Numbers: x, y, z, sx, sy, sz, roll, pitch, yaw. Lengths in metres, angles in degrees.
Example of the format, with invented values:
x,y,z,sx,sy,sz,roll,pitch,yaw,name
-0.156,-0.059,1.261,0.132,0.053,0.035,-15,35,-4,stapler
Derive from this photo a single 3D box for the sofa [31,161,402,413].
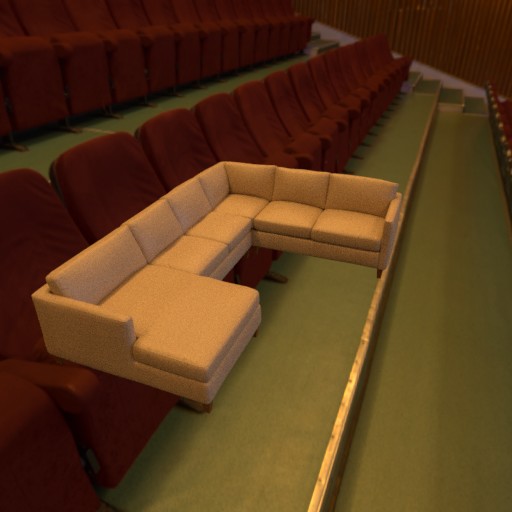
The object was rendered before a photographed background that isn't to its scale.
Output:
x,y,z,sx,sy,sz,roll,pitch,yaw,name
0.000,0.000,4.651,2.594,0.961,3.460,11,31,19,sofa
